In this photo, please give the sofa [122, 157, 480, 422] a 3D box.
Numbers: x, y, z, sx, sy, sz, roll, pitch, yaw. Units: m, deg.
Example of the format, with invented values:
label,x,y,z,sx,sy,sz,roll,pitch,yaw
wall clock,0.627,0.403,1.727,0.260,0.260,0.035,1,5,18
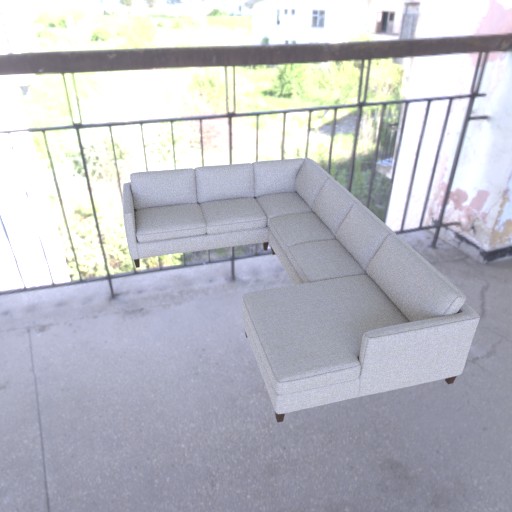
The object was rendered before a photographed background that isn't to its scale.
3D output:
label,x,y,z,sx,sy,sz,roll,pitch,yaw
sofa,0.000,0.000,4.463,2.551,0.889,3.403,-8,32,-13
